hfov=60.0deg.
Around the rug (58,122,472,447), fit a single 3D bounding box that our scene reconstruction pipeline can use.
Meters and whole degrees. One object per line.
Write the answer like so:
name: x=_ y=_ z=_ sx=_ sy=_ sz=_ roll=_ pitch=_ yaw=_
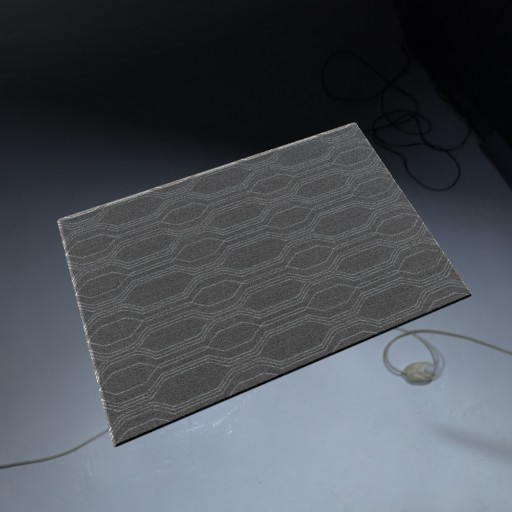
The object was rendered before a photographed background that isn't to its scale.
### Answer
rug: x=0.000 y=0.000 z=2.318 sx=1.836 sy=0.012 sz=1.239 roll=-20 pitch=65 yaw=-10
